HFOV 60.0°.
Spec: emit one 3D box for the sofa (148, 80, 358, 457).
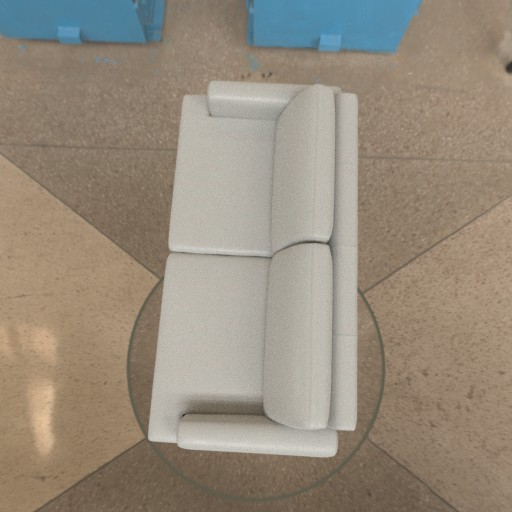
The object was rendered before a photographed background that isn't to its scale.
[{"bbox_3d":[0.000,0.000,2.379,0.974,0.765,1.940,3,77,1],"label":"sofa"}]
